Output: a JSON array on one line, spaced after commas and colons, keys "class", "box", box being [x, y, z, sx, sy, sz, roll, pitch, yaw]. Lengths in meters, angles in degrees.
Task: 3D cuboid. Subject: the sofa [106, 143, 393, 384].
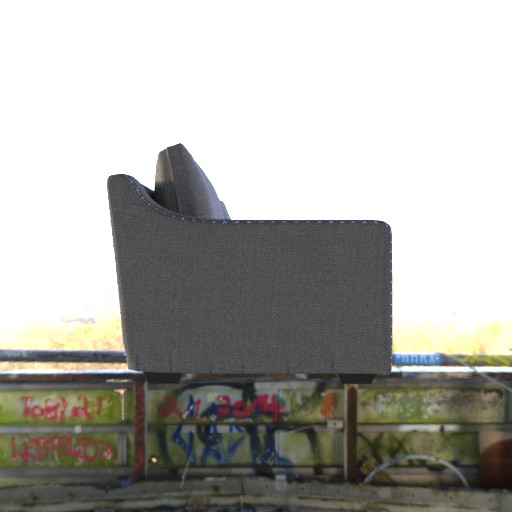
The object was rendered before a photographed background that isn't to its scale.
[{"class": "sofa", "box": [0.000, 0.000, 2.579, 1.000, 0.857, 2.208, 0, 1, 0]}]
